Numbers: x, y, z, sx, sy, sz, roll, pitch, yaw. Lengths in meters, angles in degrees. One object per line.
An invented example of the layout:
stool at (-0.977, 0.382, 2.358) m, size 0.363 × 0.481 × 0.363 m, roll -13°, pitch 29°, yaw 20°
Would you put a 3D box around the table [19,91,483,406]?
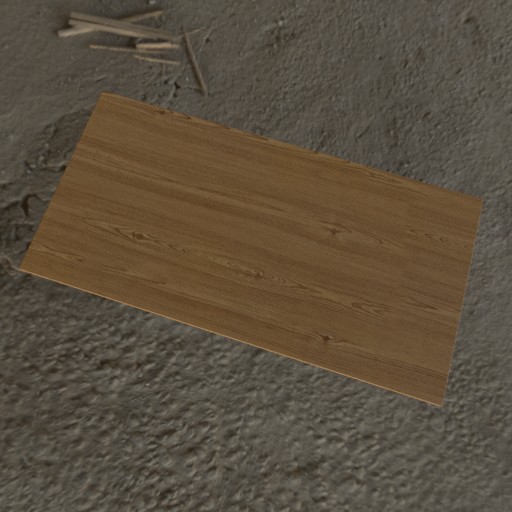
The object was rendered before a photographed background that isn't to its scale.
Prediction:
table at (0.000, 0.000, 2.255) m, size 1.797 × 0.750 × 0.901 m, roll 17°, pitch 76°, yaw 5°
